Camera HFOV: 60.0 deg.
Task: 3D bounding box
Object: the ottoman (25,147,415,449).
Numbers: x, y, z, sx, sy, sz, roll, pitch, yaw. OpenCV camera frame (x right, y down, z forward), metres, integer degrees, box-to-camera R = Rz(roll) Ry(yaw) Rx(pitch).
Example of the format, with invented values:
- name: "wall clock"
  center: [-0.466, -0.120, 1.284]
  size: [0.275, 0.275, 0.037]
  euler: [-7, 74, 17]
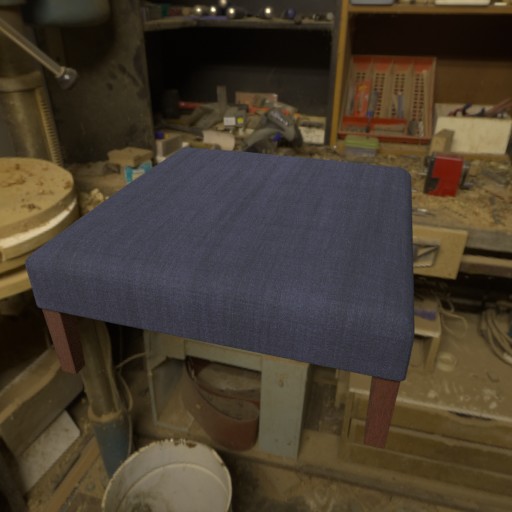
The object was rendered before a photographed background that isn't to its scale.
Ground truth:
- name: "ottoman"
  center: [0.000, 0.000, 1.377]
  size: [0.889, 0.411, 0.890]
  euler: [9, 32, 14]
